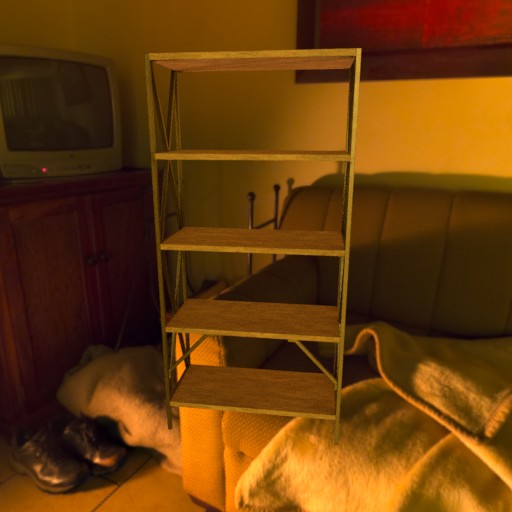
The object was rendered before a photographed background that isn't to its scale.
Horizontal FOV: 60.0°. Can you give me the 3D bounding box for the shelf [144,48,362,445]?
[{"bbox_3d":[0.000,0.000,2.191,0.874,1.803,0.386,2,16,8],"label":"shelf"}]
